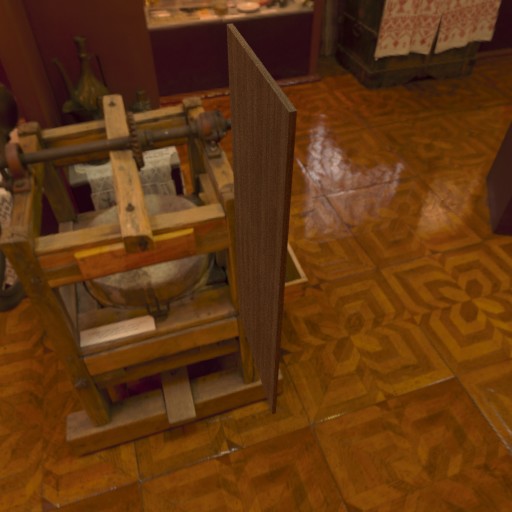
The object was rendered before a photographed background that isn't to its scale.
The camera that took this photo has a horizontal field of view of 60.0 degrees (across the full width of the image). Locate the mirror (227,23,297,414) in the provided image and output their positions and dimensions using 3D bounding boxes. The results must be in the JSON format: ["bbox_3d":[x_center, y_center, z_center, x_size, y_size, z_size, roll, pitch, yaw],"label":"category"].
[{"bbox_3d":[0.000,0.000,2.342,0.025,2.032,0.812,-12,46,-11],"label":"mirror"}]
